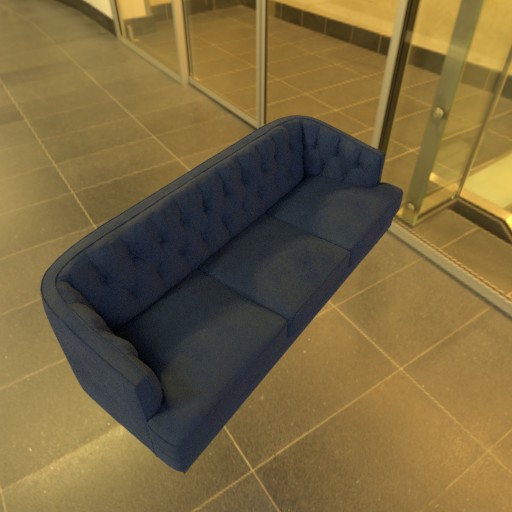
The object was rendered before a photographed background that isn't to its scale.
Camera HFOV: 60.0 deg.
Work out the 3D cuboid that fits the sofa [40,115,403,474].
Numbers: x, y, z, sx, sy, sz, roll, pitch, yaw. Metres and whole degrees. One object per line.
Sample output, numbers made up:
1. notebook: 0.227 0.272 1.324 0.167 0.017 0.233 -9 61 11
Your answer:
1. sofa: 0.000 0.000 2.623 0.941 0.855 2.278 26 48 26
